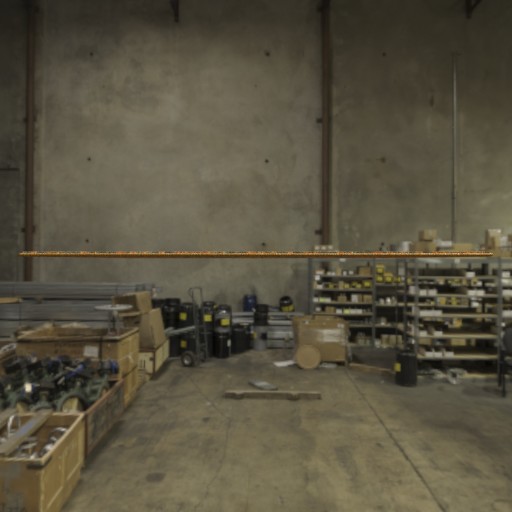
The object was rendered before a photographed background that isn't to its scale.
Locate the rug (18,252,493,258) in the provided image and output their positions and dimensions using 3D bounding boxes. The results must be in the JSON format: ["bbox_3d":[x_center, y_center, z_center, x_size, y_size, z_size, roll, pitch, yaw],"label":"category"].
[{"bbox_3d":[0.000,0.000,4.040,3.040,0.031,2.435,0,-1,1],"label":"rug"}]
